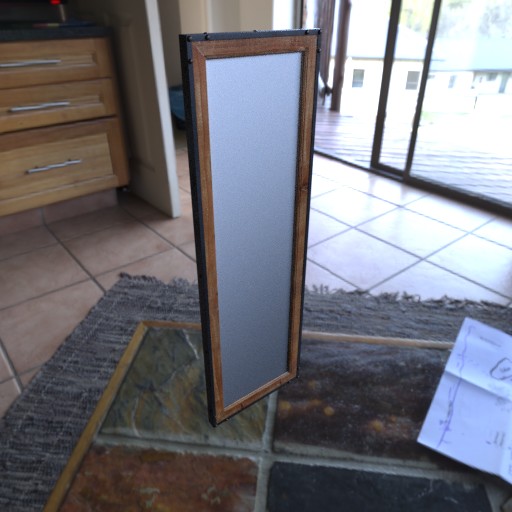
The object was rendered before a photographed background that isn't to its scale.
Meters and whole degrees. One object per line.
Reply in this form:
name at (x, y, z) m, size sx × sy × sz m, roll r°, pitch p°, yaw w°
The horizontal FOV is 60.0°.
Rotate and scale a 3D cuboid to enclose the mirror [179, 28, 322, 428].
mirror at (0.000, 0.000, 1.187) m, size 0.354 × 1.080 × 0.042 m, roll -21°, pitch 36°, yaw -32°
